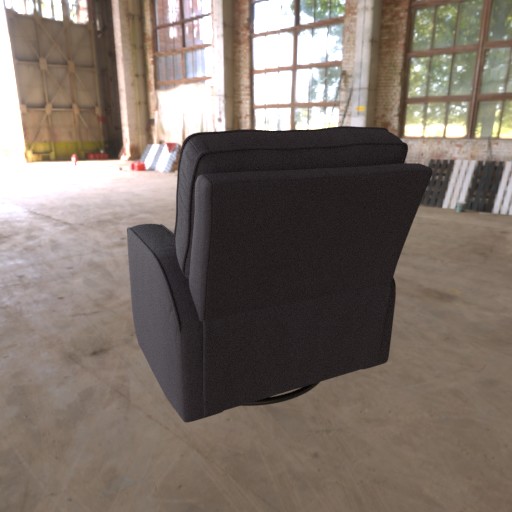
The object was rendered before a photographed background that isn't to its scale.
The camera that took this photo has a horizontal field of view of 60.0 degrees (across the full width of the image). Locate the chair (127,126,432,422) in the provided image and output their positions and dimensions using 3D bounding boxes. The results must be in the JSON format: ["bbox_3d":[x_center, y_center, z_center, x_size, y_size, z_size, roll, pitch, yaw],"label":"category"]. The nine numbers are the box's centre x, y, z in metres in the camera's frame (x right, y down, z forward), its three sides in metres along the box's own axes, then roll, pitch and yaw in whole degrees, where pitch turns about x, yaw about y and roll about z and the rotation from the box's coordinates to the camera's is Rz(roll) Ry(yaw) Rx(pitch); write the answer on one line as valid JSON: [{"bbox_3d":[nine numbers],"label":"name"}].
[{"bbox_3d":[0.000,0.000,1.709,0.861,0.962,0.964,-8,18,-26],"label":"chair"}]
